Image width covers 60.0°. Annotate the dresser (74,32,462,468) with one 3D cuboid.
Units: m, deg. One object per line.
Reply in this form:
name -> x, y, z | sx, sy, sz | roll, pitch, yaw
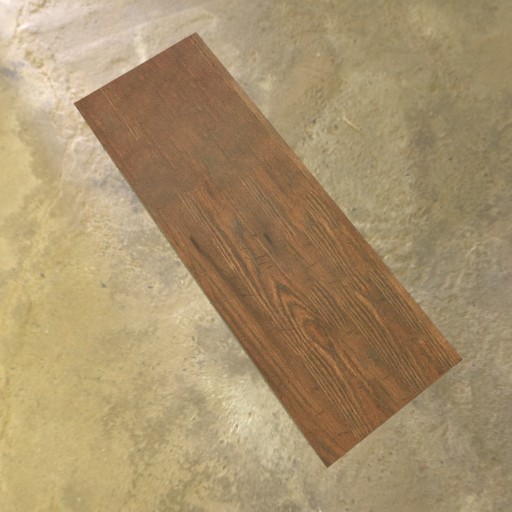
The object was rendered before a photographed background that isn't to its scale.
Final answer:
dresser -> 0.000, 0.000, 2.157 | 0.623, 1.061, 1.646 | -35, 78, -9
